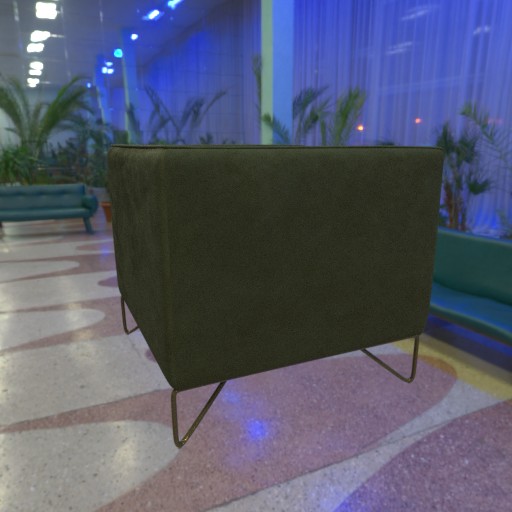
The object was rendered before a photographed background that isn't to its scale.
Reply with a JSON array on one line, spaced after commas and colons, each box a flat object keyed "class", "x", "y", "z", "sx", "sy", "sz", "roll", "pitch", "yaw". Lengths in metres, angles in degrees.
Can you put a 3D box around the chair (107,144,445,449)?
[{"class": "chair", "x": 0.000, "y": 0.000, "z": 1.614, "sx": 0.894, "sy": 0.790, "sz": 0.880, "roll": -7, "pitch": 16, "yaw": -24}]
